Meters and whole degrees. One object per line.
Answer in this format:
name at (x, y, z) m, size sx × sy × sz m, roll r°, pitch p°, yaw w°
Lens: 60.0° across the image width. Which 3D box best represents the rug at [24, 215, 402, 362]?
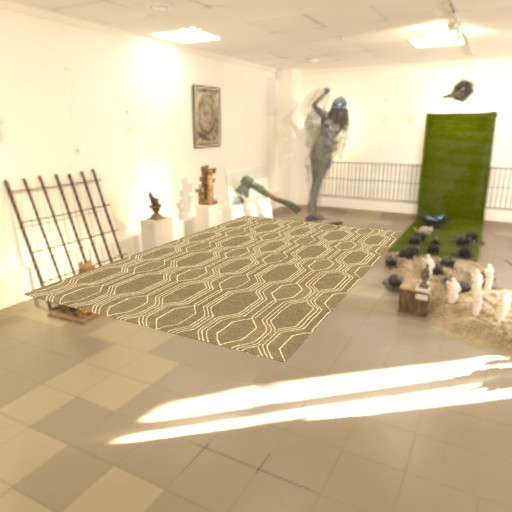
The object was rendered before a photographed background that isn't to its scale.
rug at (0.000, 0.000, 3.087) m, size 1.541 × 0.012 × 2.457 m, roll 8°, pitch 18°, yaw 26°
